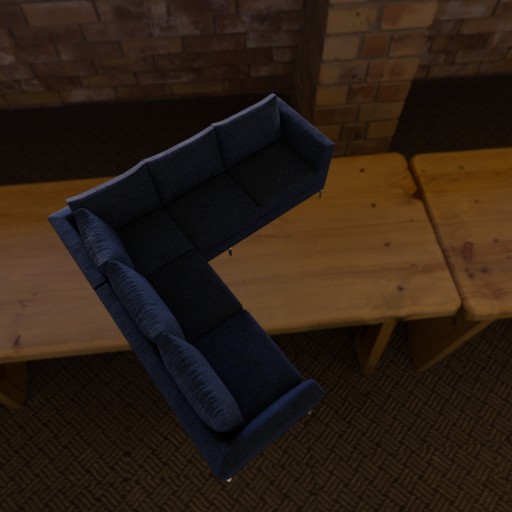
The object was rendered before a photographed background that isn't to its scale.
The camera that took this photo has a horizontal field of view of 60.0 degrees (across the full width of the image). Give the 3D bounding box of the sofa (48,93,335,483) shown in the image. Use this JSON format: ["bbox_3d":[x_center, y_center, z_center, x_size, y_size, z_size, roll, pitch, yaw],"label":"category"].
[{"bbox_3d":[0.000,0.000,3.747,2.463,0.988,2.472,-33,64,-19],"label":"sofa"}]
